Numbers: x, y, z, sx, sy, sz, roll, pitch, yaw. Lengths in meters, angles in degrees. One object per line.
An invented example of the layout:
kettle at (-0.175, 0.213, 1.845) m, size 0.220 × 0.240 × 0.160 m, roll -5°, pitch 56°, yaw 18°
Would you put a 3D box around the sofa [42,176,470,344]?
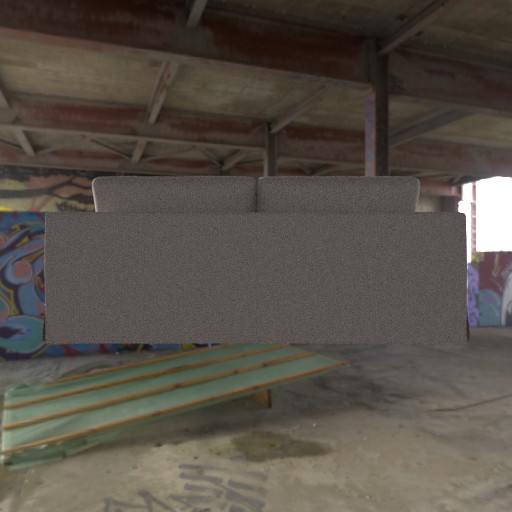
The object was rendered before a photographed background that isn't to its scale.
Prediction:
sofa at (0.000, 0.000, 2.692) m, size 2.163 × 0.881 × 0.954 m, roll 0°, pitch 0°, yaw 0°
